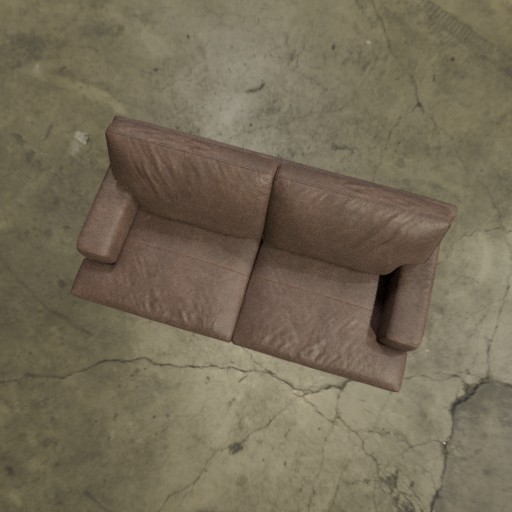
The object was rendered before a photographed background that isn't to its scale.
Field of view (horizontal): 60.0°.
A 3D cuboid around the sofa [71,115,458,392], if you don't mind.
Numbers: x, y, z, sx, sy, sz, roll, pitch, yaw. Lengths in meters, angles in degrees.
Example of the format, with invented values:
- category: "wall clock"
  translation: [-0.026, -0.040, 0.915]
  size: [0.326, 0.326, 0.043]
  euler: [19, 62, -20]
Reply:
- category: "sofa"
  translation: [0.000, 0.000, 2.845]
  size: [2.261, 0.941, 1.143]
  euler: [16, 76, 4]
